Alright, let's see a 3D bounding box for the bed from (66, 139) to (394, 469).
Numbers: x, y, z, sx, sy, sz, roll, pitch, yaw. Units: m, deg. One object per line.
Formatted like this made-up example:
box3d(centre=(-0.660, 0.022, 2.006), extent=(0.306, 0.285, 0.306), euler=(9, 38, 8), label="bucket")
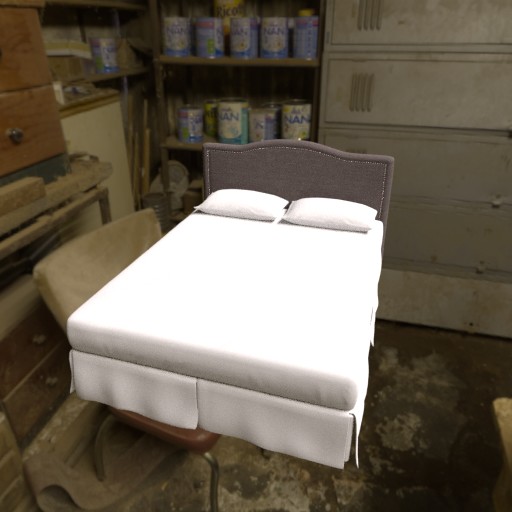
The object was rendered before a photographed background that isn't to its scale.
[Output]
box3d(centre=(0.000, 0.000, 3.854), extent=(2.161, 1.457, 2.689), euler=(8, 28, 15), label="bed")
